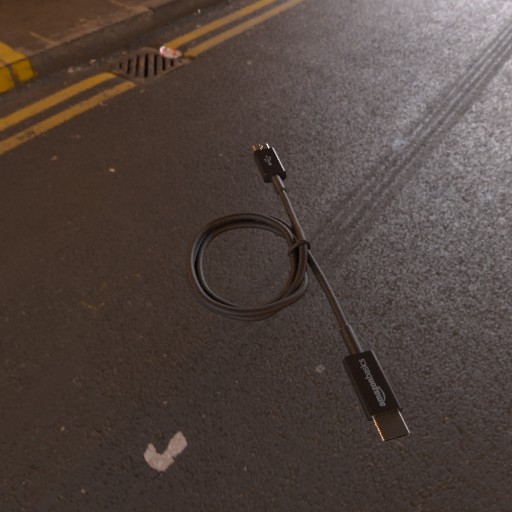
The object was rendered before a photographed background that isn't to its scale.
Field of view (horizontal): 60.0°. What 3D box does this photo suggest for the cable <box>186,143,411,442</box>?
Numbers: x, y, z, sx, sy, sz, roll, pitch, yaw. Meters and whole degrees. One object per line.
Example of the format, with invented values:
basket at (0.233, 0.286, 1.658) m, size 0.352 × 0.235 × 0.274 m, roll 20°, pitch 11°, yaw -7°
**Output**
cable at (0.000, 0.000, 0.215) m, size 0.070 × 0.014 × 0.192 m, roll -11°, pitch 48°, yaw -10°
